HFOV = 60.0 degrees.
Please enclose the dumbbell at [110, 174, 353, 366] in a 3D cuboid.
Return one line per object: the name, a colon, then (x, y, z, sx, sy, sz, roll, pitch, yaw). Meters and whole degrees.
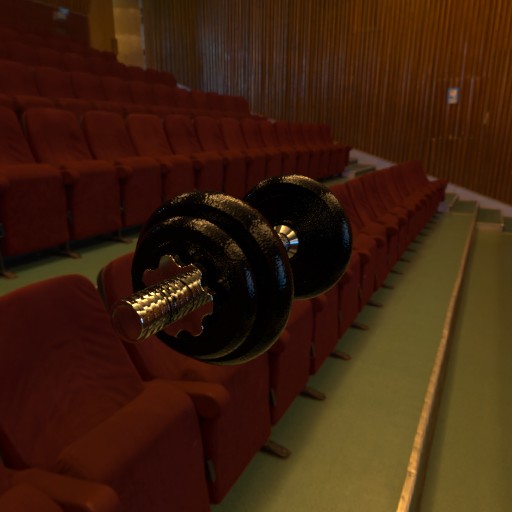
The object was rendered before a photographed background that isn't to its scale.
dumbbell: (0.000, 0.000, 0.600, 0.202, 0.202, 0.497, 8, 17, 26)
